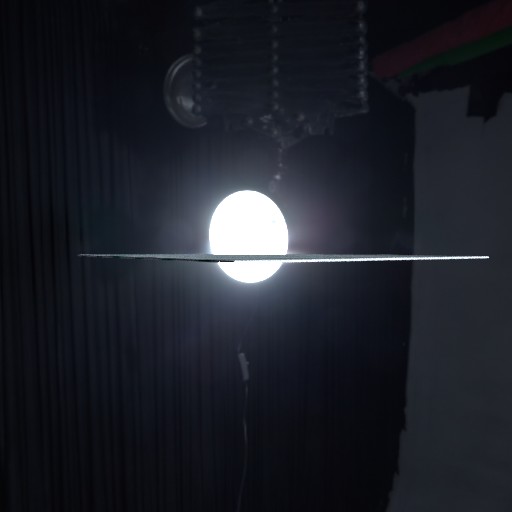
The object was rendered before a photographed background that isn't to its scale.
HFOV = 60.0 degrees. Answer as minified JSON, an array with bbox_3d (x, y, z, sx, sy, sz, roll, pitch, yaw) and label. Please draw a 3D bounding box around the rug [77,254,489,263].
[{"bbox_3d":[0.000,0.000,4.086,2.434,0.019,3.041,-1,1,-35],"label":"rug"}]
